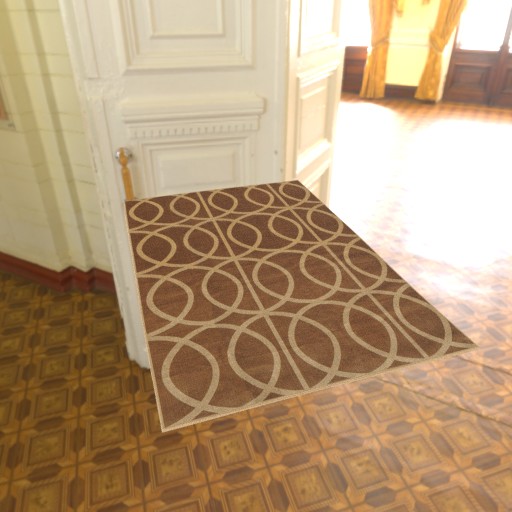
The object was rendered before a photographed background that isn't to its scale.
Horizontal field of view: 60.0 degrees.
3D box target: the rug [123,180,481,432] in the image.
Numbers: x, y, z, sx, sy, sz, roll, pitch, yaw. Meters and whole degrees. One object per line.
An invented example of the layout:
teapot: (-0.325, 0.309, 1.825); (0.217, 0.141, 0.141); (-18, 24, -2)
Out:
rug: (0.000, 0.000, 2.853); (1.528, 0.014, 2.294); (-10, 32, -15)
